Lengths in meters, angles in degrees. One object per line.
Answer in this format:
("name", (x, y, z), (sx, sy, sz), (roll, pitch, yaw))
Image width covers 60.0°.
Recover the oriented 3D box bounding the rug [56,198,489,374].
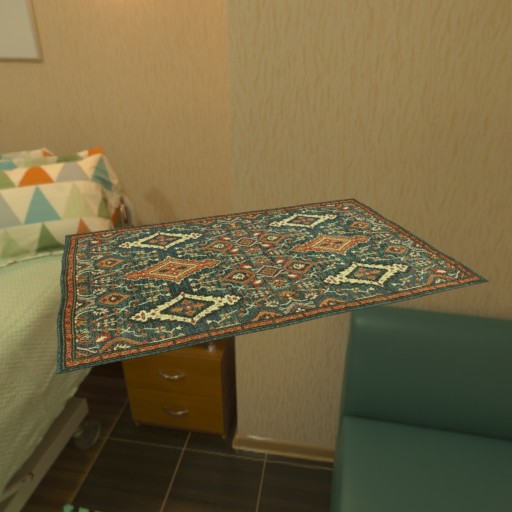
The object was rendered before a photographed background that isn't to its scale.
("rug", (0.000, 0.000, 4.084), (3.371, 0.008, 2.190), (-9, 28, -17))
